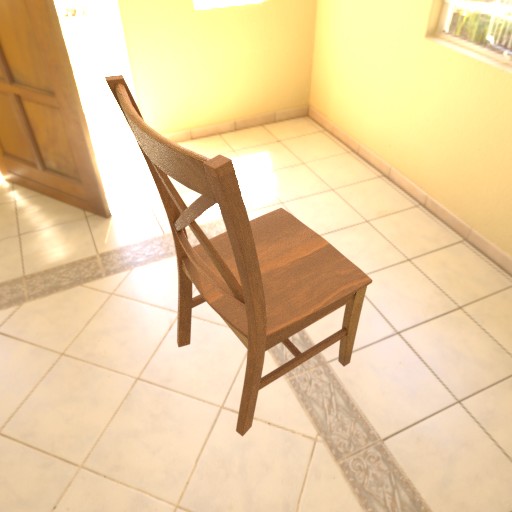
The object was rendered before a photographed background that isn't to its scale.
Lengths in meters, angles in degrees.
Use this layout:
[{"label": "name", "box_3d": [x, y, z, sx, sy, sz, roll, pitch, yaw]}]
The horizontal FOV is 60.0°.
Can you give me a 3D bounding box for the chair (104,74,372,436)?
[{"label": "chair", "box_3d": [0.000, 0.000, 1.282, 0.542, 0.983, 0.485, -25, 48, -25]}]
